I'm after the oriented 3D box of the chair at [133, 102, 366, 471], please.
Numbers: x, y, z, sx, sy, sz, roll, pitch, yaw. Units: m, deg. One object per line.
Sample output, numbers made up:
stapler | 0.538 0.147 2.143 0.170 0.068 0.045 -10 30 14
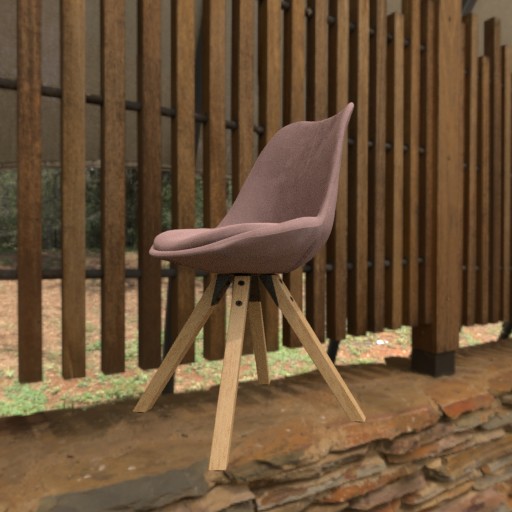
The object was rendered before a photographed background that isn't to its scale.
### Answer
chair | 0.000 0.000 1.188 0.550 0.850 0.485 0 1 -37
